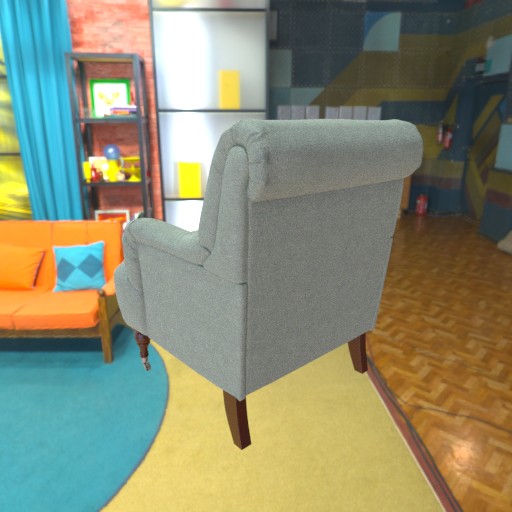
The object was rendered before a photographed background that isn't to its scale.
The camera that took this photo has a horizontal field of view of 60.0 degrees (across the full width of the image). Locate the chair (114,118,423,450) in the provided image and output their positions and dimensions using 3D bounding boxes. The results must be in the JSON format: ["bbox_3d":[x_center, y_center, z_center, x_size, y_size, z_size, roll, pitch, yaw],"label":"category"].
[{"bbox_3d":[0.000,0.000,1.999,0.964,1.178,1.060,-15,22,-40],"label":"chair"}]
